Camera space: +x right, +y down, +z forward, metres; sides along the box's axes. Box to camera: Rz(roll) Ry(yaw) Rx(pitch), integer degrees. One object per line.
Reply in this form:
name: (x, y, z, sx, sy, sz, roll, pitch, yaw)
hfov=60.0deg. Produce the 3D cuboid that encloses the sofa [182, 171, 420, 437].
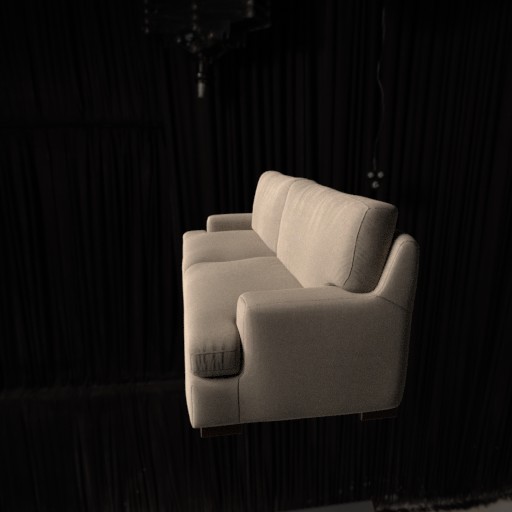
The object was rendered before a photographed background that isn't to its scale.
sofa: (0.000, 0.000, 2.894, 0.962, 0.980, 2.354, -2, 14, -9)
